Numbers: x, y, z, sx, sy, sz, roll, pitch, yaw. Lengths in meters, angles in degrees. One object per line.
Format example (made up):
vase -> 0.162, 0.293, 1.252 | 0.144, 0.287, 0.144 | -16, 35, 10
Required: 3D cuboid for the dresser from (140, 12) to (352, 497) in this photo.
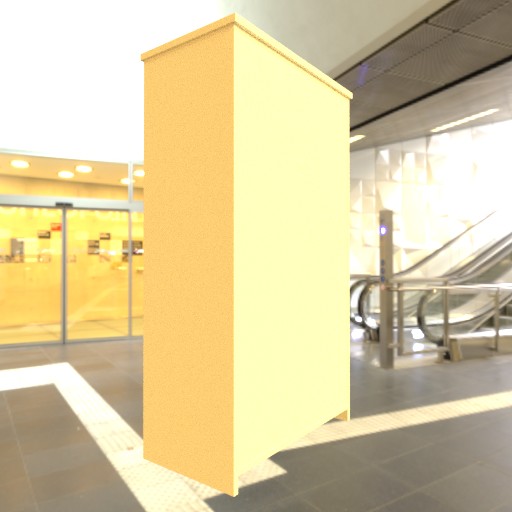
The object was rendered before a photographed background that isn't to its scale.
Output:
dresser -> 0.000, 0.000, 1.543 | 0.399, 1.255, 0.704 | 0, 0, 37
